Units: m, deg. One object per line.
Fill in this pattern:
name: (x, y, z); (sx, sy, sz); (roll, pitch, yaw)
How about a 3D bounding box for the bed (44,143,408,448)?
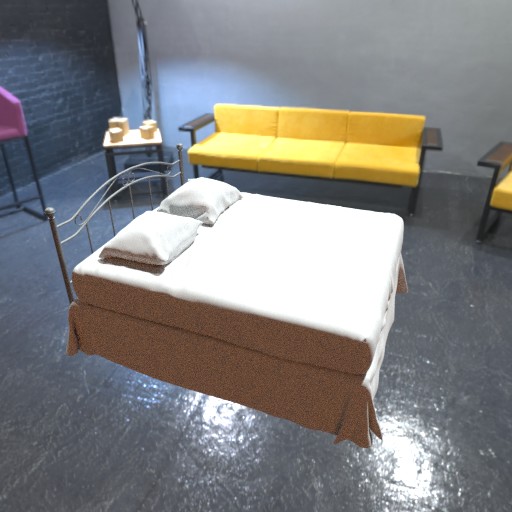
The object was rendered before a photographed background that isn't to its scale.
bed: (0.000, 0.000, 3.298); (2.215, 1.080, 1.936); (11, 31, 19)
